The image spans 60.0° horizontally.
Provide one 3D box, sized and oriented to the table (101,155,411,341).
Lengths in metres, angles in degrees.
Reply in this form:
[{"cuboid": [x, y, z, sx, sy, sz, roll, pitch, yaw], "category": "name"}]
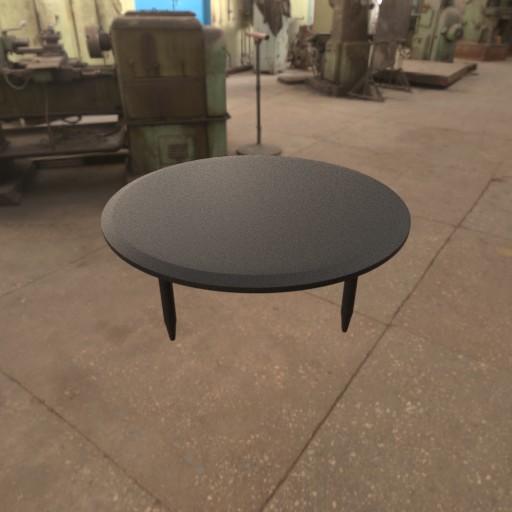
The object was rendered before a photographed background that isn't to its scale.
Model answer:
[{"cuboid": [0.000, 0.000, 1.440, 0.900, 0.400, 0.900, 0, 31, 0], "category": "table"}]
